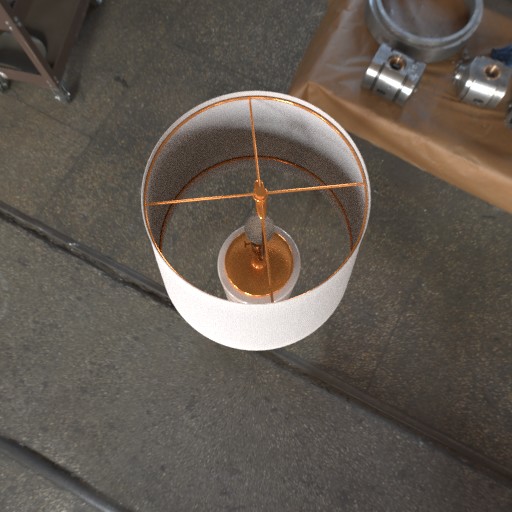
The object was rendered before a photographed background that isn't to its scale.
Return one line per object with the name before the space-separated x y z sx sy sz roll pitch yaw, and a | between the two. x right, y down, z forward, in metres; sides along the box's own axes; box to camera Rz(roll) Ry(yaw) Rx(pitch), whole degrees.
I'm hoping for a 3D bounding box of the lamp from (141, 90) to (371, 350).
lamp | 0.000 0.000 0.452 0.189 0.340 0.189 0 76 0
